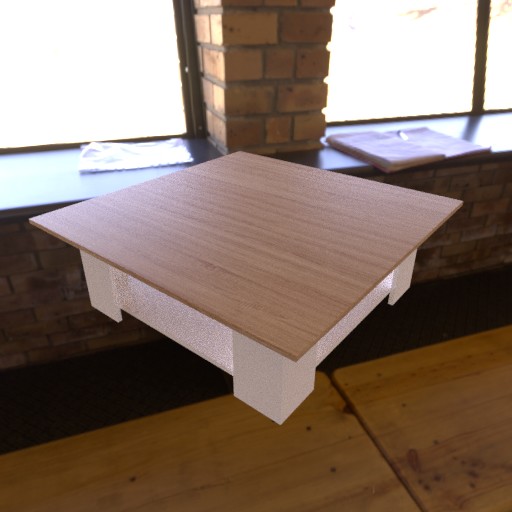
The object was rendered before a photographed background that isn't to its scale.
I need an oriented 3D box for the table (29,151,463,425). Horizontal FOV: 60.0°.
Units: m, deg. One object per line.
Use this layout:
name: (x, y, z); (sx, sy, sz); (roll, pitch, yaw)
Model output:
table: (0.000, 0.000, 1.351); (0.890, 0.305, 0.890); (21, 35, 34)
